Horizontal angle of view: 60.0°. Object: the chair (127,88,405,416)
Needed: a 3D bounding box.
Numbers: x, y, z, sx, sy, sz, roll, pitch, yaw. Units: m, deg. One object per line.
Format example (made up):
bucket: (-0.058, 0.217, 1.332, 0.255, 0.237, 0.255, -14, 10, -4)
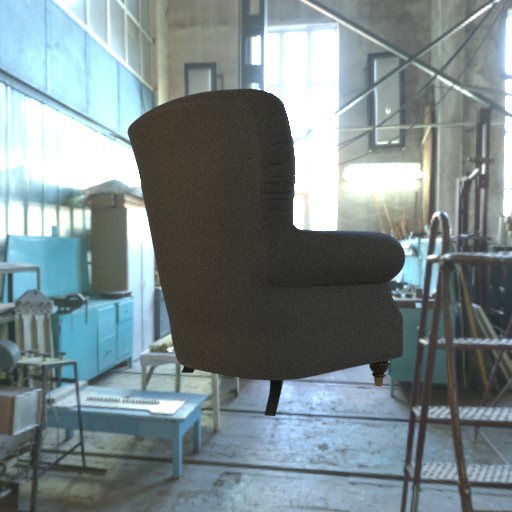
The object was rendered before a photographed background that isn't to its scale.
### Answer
chair: (0.000, 0.000, 1.813, 0.983, 1.046, 0.983, -1, 2, -36)
